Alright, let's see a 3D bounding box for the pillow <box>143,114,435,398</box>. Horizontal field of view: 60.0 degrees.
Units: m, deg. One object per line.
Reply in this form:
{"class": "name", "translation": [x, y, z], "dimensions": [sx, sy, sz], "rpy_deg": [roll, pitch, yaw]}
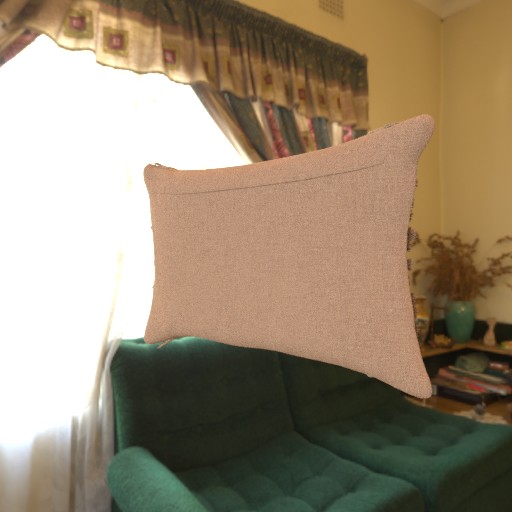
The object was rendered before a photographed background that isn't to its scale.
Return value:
{"class": "pillow", "translation": [0.000, 0.000, 0.603], "dimensions": [0.466, 0.305, 0.084], "rpy_deg": [0, 0, 37]}
